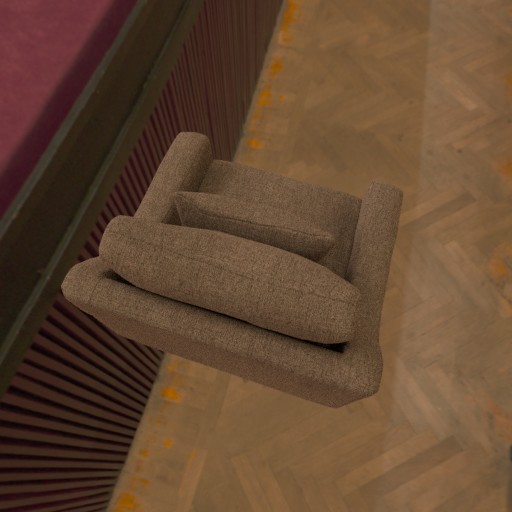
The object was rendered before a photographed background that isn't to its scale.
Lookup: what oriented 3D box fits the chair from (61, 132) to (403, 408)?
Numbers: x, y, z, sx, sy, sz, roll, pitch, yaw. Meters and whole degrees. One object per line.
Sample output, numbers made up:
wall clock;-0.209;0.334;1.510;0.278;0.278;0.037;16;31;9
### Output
chair;0.000;0.000;1.962;1.138;1.037;1.009;17;66;8
